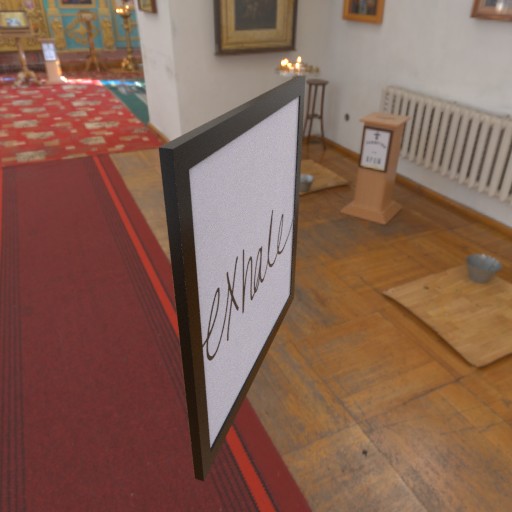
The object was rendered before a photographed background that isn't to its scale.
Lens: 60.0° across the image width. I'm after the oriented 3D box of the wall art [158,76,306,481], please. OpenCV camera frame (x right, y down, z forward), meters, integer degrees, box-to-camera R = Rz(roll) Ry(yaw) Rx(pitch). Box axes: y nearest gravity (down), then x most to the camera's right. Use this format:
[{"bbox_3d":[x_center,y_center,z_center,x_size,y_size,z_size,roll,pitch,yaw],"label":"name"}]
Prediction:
[{"bbox_3d":[0.000,0.000,0.659,0.014,0.445,0.446,10,31,17],"label":"wall art"}]
